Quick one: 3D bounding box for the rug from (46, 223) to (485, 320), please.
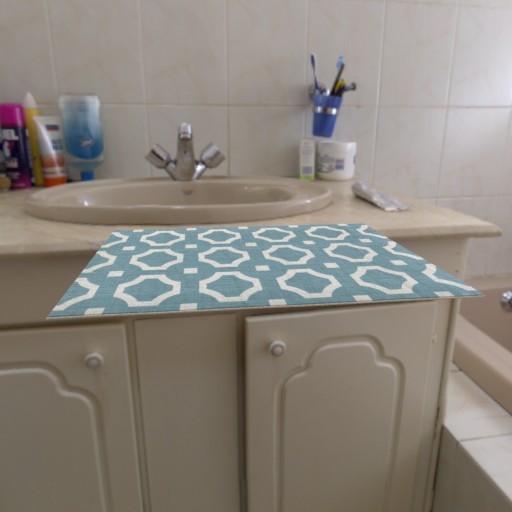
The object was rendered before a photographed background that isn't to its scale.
[{"bbox_3d":[0.000,0.000,4.208,3.049,0.021,2.466,-2,17,-7],"label":"rug"}]
